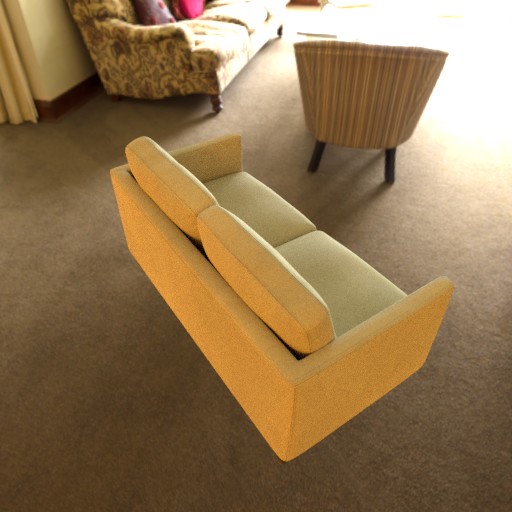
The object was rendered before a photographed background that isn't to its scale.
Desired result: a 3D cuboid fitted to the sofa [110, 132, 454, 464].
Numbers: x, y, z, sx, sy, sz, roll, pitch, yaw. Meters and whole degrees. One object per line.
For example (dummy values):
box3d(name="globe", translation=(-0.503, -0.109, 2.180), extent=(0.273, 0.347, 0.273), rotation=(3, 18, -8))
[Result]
box3d(name="sofa", translation=(0.000, 0.000, 2.485), extent=(0.950, 0.940, 1.846), rotation=(-24, 47, -25))
